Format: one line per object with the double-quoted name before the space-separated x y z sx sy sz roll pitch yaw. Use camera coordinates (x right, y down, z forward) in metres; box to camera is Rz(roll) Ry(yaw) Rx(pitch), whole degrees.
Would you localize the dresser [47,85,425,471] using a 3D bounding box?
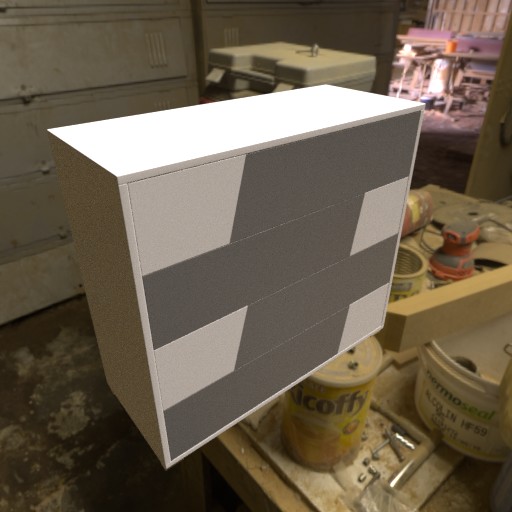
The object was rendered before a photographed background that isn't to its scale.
"dresser" 0.000 0.000 1.608 1.100 1.000 0.460 -22 37 -33
